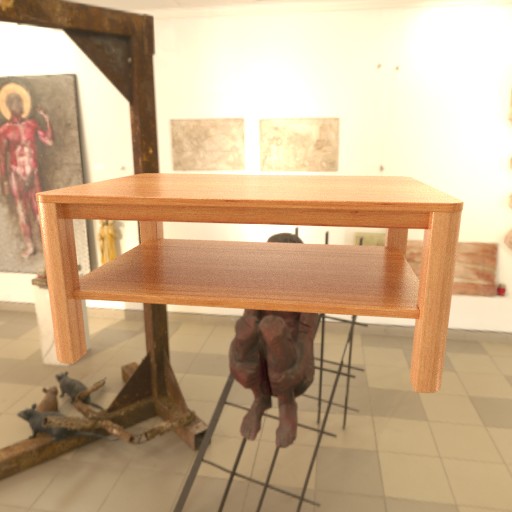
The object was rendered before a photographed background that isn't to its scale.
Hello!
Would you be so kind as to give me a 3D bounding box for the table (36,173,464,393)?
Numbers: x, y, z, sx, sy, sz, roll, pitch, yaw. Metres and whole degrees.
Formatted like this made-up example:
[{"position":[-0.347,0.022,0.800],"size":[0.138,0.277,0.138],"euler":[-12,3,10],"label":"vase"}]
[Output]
[{"position":[0.000,0.000,1.375],"size":[0.997,0.445,0.696],"euler":[2,15,9],"label":"table"}]
